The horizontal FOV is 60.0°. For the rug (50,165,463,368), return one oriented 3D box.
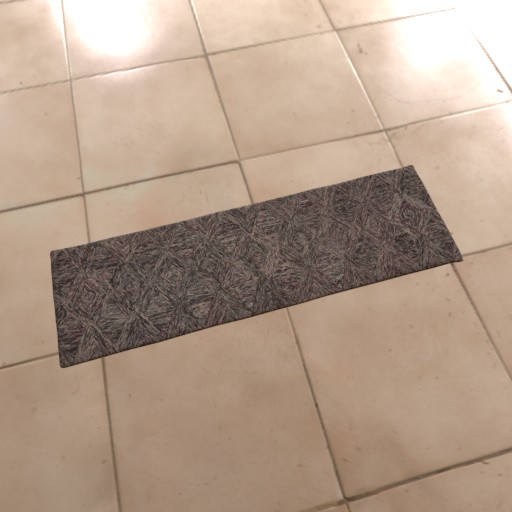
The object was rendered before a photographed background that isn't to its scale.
[{"bbox_3d":[0.000,0.000,2.573,2.305,0.013,0.719,-14,65,-7],"label":"rug"}]
